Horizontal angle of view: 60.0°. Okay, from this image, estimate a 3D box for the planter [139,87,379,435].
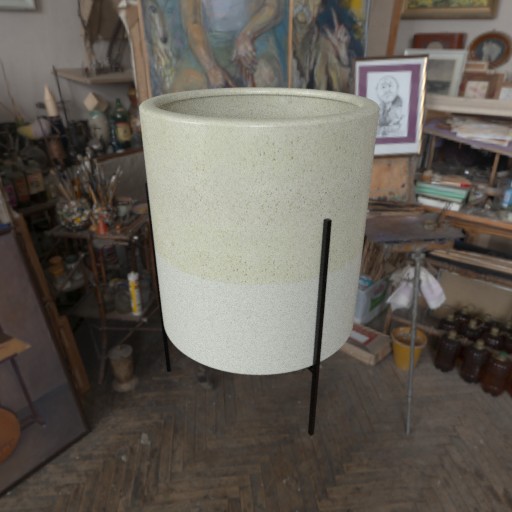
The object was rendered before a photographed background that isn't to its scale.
[{"bbox_3d":[0.000,0.000,0.721,0.333,0.483,0.324,0,27,0],"label":"planter"}]
